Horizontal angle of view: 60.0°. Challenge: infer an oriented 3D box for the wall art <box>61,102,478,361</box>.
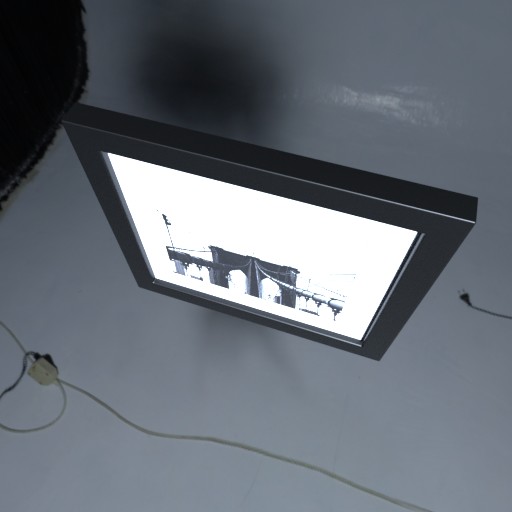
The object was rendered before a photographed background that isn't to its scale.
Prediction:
[{"bbox_3d":[0.000,0.000,0.532,0.380,0.330,0.028,16,59,10],"label":"wall art"}]
